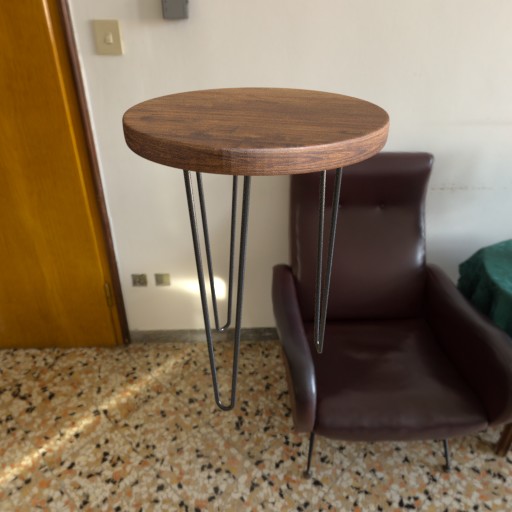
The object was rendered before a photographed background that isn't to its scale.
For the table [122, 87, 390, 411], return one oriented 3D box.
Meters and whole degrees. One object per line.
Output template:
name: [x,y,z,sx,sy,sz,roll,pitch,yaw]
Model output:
table: [0.000,0.000,0.812,0.400,0.520,0.400,0,30,0]
